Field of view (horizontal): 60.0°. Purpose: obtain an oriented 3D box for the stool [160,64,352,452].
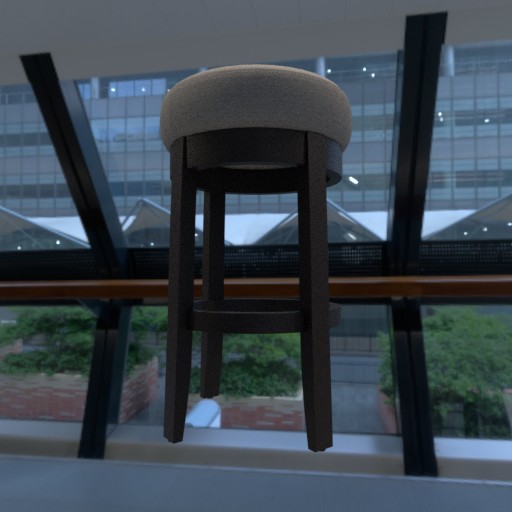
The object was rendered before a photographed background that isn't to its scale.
[{"bbox_3d":[0.000,0.000,1.035,0.443,0.757,0.443,0,-1,0],"label":"stool"}]
